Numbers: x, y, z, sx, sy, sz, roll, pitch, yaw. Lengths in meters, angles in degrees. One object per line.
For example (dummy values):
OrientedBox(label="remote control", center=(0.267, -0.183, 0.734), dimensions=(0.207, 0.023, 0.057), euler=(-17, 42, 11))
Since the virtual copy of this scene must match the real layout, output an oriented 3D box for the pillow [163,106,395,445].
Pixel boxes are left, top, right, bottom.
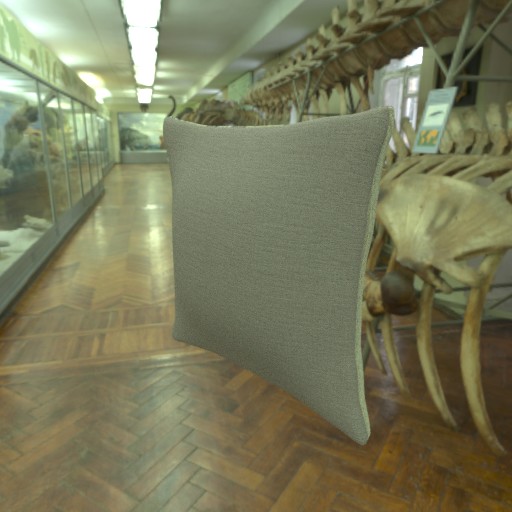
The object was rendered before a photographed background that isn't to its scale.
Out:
OrientedBox(label="pillow", center=(0.000, 0.000, 0.672), dimensions=(0.189, 0.416, 0.435), euler=(-14, 21, -42))
